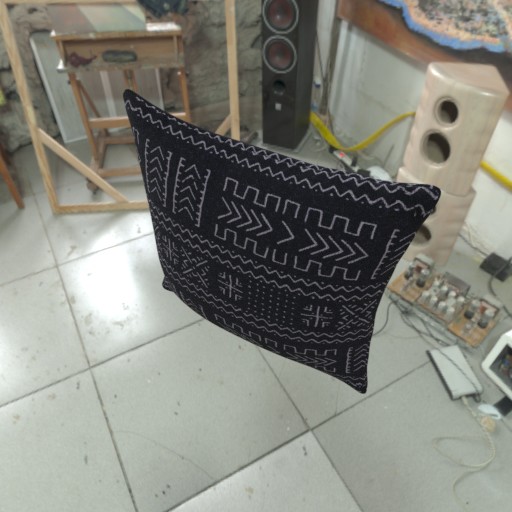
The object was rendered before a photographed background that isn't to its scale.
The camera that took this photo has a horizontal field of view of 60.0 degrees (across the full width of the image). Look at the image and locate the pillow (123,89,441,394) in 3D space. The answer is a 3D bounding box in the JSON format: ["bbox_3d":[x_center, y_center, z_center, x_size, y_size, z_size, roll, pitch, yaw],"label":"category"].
[{"bbox_3d":[0.000,0.000,0.675,0.438,0.430,0.164,24,51,21],"label":"pillow"}]
